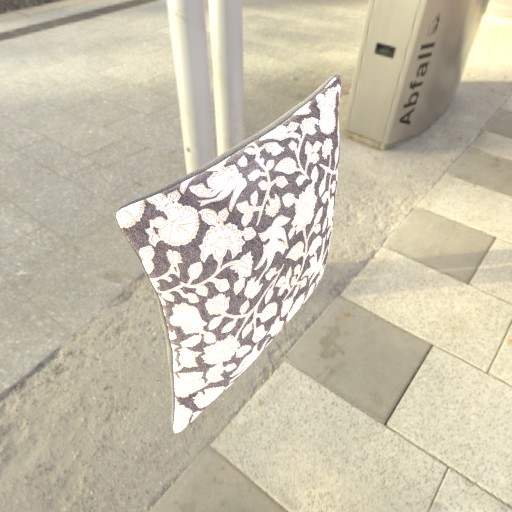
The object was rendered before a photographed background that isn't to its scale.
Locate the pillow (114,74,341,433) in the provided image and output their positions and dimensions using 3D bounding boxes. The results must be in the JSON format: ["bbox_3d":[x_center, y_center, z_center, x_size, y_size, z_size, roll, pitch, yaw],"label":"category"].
[{"bbox_3d":[0.000,0.000,0.817,0.166,0.507,0.526,26,48,26],"label":"pillow"}]
